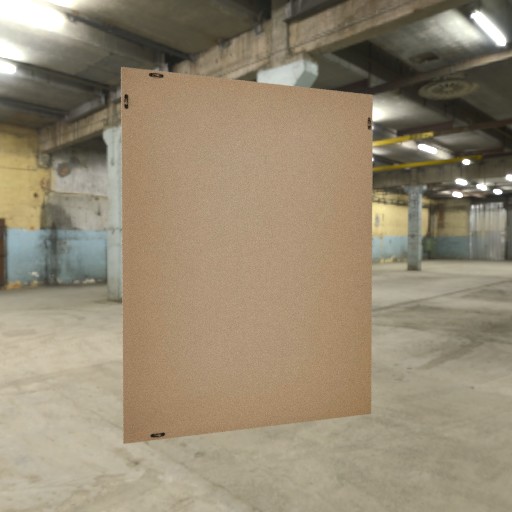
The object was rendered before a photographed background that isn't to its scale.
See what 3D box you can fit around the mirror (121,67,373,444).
[{"bbox_3d":[0.000,0.000,1.318,0.762,1.016,0.041,0,1,-17],"label":"mirror"}]
